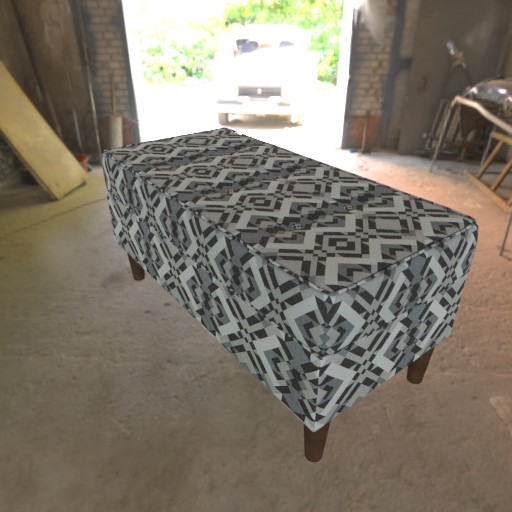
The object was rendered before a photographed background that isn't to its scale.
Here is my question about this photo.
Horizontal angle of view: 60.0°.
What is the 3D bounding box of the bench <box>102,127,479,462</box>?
[{"bbox_3d":[0.000,0.000,1.288,0.492,0.477,1.016,-21,37,-32],"label":"bench"}]
